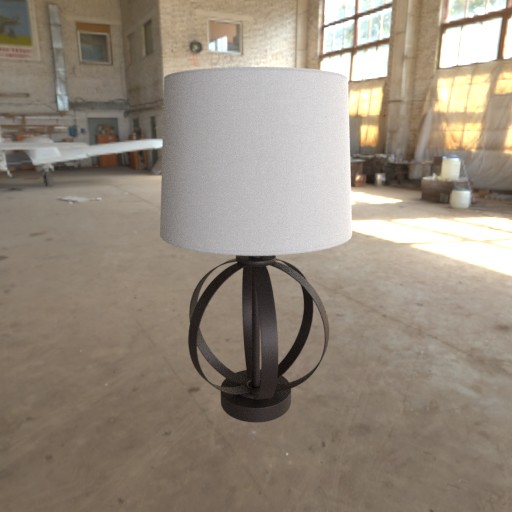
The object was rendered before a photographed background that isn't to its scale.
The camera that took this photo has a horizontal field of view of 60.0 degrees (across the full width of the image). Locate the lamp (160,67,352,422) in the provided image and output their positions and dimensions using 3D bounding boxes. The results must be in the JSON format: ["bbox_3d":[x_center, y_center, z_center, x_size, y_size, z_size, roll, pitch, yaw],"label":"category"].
[{"bbox_3d":[0.000,0.000,0.686,0.286,0.510,0.286,0,15,0],"label":"lamp"}]
